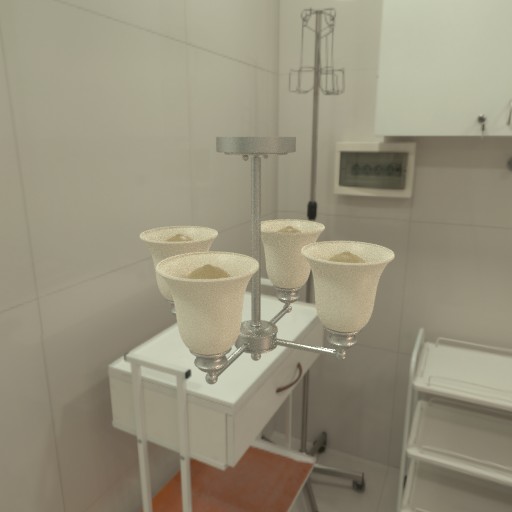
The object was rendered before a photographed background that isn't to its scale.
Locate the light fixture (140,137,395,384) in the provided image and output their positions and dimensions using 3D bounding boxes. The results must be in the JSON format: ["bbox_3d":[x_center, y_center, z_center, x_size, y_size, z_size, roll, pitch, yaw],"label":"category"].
[{"bbox_3d":[0.000,0.000,0.714,0.427,0.370,0.427,7,16,24],"label":"light fixture"}]
